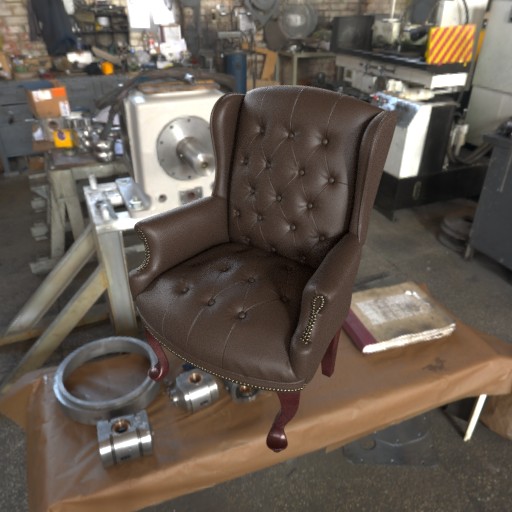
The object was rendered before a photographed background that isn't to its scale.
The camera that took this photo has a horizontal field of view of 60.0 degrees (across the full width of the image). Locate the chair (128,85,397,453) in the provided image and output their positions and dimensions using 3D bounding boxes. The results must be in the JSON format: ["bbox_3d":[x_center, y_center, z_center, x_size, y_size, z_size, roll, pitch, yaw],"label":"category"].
[{"bbox_3d":[0.000,0.000,1.691,0.829,1.132,0.819,19,36,29],"label":"chair"}]
